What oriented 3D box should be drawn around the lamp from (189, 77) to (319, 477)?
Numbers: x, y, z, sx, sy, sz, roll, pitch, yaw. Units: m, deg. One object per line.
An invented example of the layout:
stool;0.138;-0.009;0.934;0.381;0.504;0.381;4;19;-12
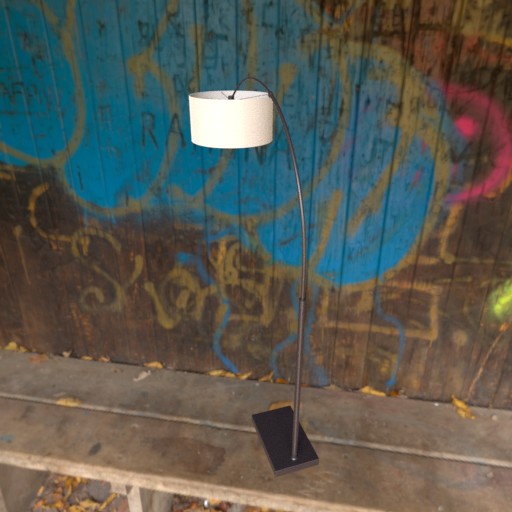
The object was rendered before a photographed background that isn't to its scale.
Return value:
lamp;0.000;0.000;2.581;0.493;1.927;1.424;-8;27;-16
